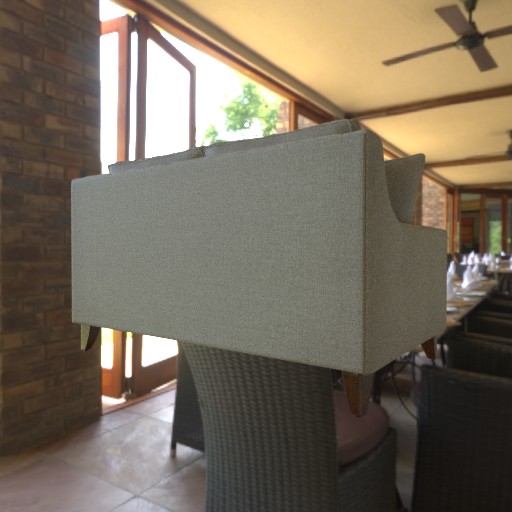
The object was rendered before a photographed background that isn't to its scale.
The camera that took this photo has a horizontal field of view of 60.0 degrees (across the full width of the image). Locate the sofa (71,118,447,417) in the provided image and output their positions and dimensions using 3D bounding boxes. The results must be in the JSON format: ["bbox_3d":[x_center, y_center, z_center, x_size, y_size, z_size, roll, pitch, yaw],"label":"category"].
[{"bbox_3d":[0.000,0.000,1.938,1.422,0.863,0.915,1,1,37],"label":"sofa"}]
